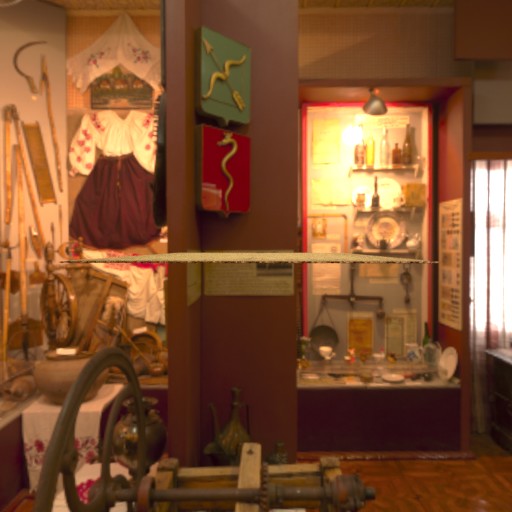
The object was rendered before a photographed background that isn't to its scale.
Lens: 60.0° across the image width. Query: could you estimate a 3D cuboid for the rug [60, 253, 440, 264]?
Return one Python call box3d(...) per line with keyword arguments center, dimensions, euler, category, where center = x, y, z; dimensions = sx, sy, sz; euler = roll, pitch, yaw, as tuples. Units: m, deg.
box3d(center=(0.000, 0.000, 2.975), dimensions=(1.544, 0.010, 2.435), euler=(0, 1, 2), category="rug")
